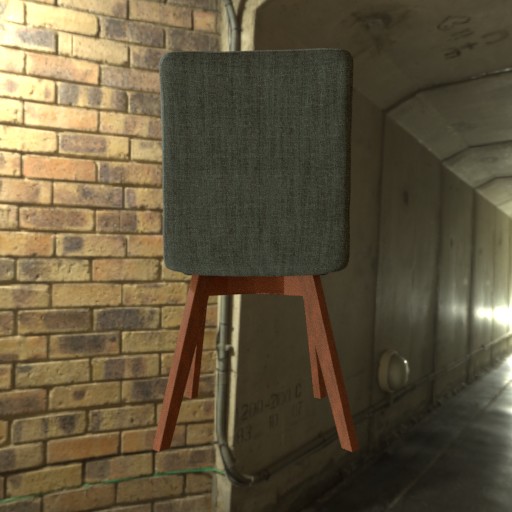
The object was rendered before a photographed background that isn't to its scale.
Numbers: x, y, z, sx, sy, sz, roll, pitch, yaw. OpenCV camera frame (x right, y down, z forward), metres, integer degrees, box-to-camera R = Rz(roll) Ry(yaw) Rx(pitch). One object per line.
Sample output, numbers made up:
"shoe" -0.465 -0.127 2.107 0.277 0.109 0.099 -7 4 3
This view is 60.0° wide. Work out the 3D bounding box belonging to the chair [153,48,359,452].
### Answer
"chair" 0.000 0.000 1.295 0.522 0.974 0.563 0 -1 0
